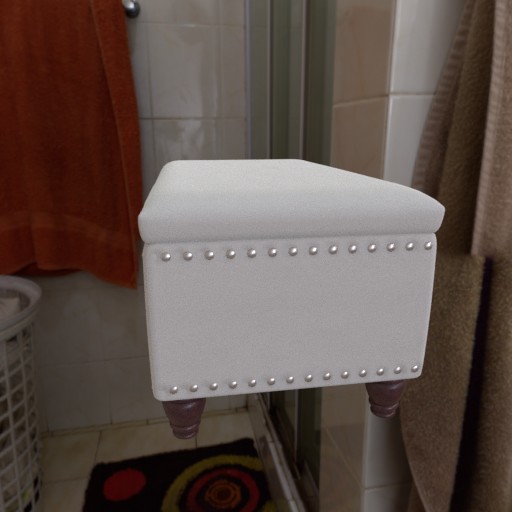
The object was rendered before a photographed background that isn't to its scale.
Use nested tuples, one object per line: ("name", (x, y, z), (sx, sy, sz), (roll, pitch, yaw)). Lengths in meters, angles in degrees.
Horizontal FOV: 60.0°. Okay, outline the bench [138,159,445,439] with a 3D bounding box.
("bench", (0.000, 0.000, 1.167), (0.500, 0.449, 0.887), (-3, 16, -9))
